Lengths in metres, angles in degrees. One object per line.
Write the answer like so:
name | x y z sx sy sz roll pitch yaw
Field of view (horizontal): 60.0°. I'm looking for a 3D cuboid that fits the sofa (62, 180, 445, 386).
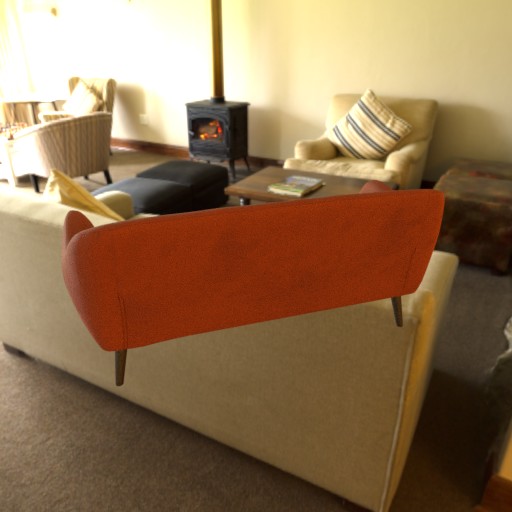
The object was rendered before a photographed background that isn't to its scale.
sofa | 0.000 0.000 2.297 1.840 0.836 0.820 -8 27 -16
